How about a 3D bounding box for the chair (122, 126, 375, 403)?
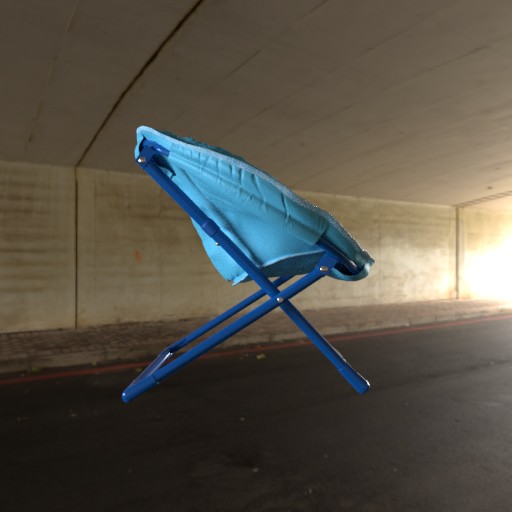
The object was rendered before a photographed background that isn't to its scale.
[{"bbox_3d":[0.000,0.000,0.892,0.465,0.478,0.520,0,-1,-1],"label":"chair"}]
